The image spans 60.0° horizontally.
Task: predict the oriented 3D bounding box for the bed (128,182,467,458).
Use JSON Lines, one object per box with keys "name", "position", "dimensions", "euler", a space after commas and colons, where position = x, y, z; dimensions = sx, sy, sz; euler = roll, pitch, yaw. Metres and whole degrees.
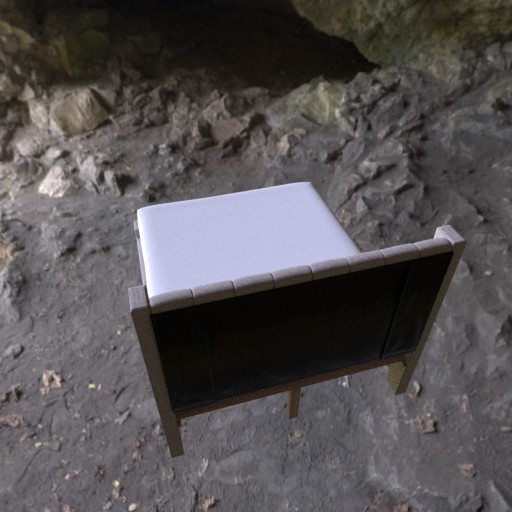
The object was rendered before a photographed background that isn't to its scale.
{"name": "bed", "position": [0.000, 0.000, 3.929], "dimensions": [2.044, 1.748, 2.372], "euler": [-11, 43, -12]}
